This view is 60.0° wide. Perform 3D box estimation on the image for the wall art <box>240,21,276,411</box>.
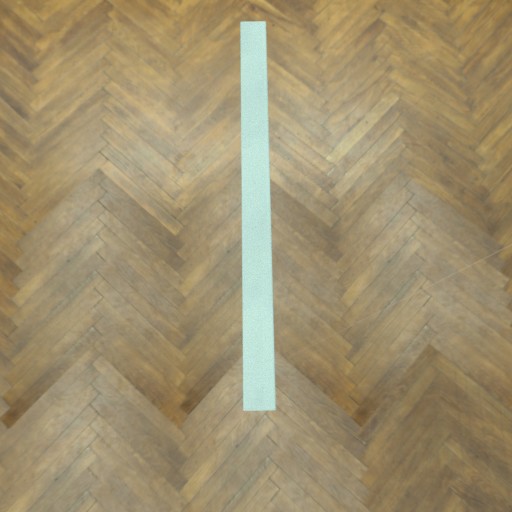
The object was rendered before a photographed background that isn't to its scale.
[{"bbox_3d":[0.000,0.000,0.838,0.037,0.606,0.508,-1,75,0],"label":"wall art"}]
